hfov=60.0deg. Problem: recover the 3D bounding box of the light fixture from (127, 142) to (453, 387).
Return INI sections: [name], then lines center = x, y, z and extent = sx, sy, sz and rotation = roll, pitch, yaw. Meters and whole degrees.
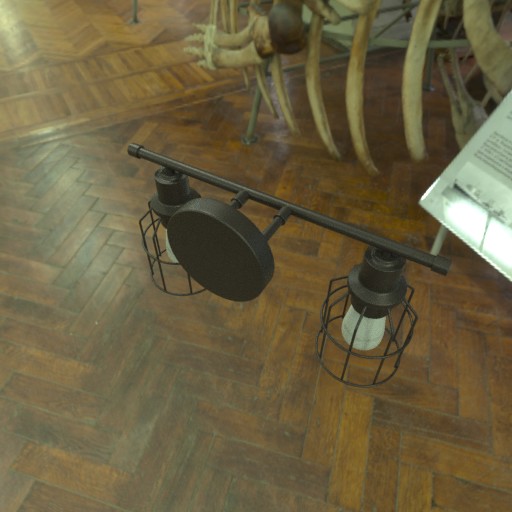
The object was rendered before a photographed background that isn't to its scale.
[light fixture]
center = 0.000, 0.000, 0.537
extent = 0.406, 0.254, 0.165
rotation = 23, 50, 21
